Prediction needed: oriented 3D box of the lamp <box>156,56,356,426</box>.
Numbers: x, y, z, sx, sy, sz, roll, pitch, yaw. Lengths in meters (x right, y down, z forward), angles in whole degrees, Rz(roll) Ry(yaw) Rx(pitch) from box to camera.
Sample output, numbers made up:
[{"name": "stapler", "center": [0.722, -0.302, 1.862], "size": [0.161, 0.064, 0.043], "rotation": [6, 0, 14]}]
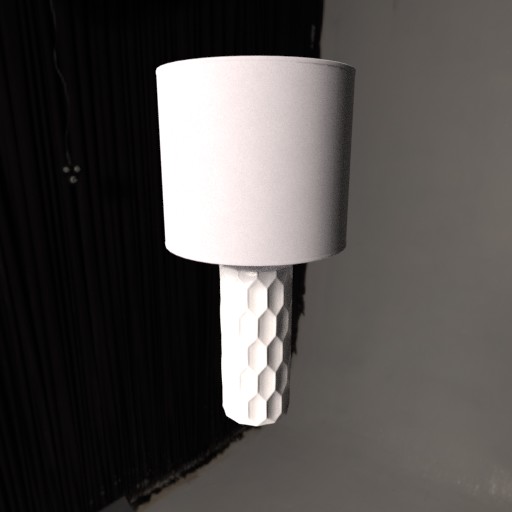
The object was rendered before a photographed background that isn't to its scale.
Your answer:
[{"name": "lamp", "center": [0.000, 0.000, 0.697], "size": [0.277, 0.537, 0.277], "rotation": [14, 20, 41]}]
